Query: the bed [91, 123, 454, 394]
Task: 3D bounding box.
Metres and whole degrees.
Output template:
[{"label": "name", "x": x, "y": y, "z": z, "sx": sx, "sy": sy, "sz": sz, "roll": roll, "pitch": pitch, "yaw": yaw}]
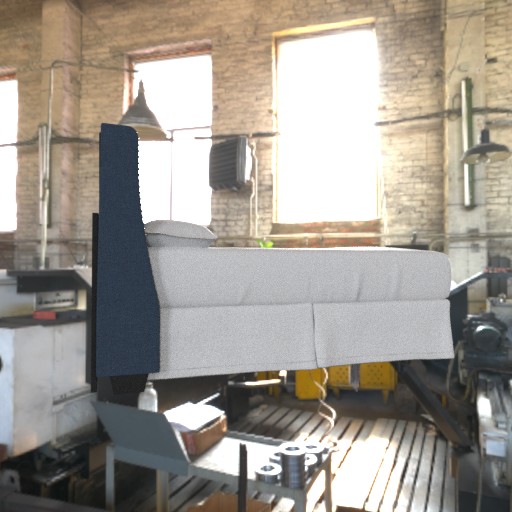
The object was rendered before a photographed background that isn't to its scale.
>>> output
[{"label": "bed", "x": 0.000, "y": 0.000, "z": 3.291, "sx": 2.237, "sy": 1.407, "sz": 1.710, "roll": 0, "pitch": -1, "yaw": -18}]
